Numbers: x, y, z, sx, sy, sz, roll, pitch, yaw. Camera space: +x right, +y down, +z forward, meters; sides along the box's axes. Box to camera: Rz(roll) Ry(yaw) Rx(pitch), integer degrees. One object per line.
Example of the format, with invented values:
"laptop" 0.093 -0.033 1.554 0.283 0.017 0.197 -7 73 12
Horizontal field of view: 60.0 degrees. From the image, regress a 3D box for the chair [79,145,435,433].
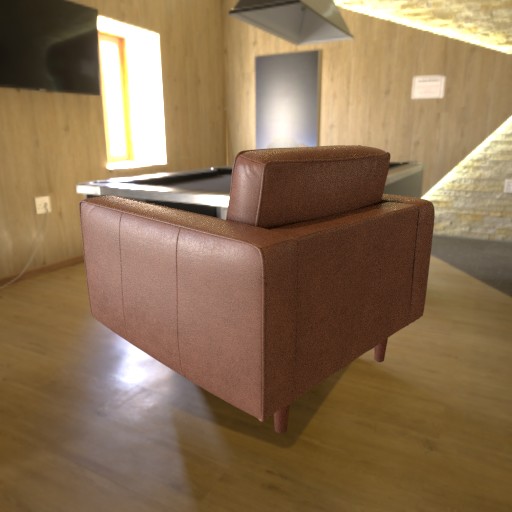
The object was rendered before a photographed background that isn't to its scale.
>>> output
"chair" 0.000 0.000 1.574 0.900 0.770 0.920 15 22 42
